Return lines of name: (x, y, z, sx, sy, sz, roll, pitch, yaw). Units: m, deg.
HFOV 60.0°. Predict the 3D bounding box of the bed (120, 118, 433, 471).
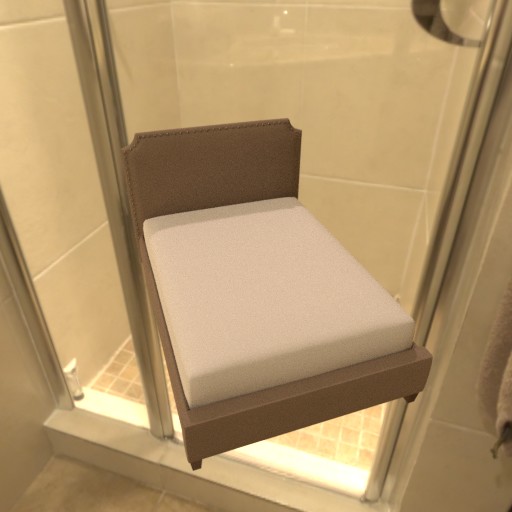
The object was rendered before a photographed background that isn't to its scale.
bed: (0.000, 0.000, 3.504, 1.713, 1.443, 2.372, -11, 34, -16)
